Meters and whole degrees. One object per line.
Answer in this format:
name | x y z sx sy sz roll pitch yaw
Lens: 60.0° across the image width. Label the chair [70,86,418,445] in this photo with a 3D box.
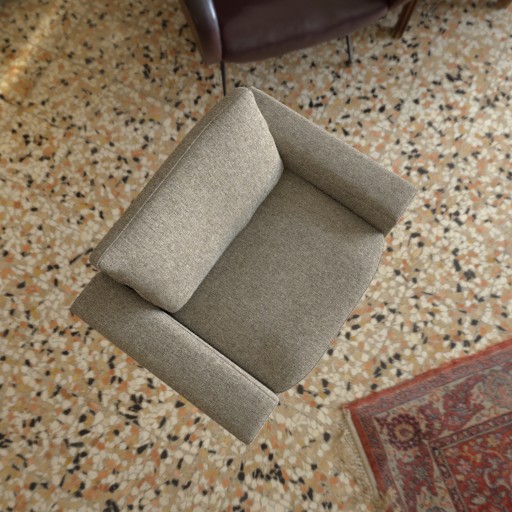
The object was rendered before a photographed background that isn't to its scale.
chair | 0.000 0.000 2.112 1.039 0.915 1.398 34 78 8
